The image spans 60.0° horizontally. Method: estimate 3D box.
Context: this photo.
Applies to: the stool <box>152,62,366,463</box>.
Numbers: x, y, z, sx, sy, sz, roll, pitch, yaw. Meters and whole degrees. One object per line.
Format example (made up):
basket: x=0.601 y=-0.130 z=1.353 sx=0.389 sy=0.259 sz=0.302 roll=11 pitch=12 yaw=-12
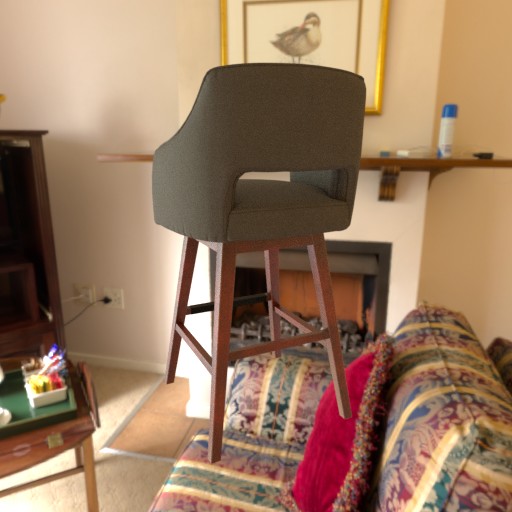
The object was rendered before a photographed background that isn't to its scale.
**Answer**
stool: x=0.000 y=0.000 z=1.351 sx=0.548 sy=1.012 sz=0.558 roll=-7 pitch=16 yaw=-25
